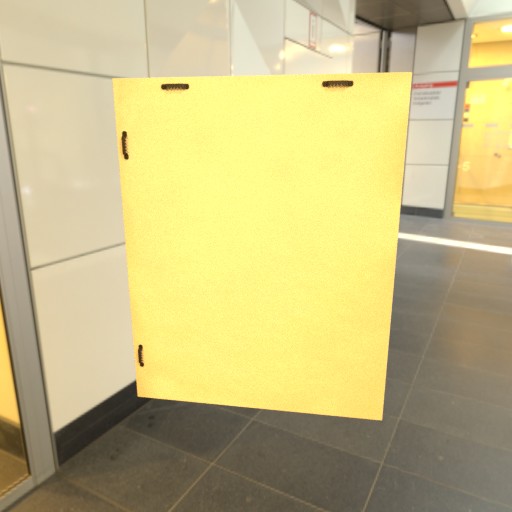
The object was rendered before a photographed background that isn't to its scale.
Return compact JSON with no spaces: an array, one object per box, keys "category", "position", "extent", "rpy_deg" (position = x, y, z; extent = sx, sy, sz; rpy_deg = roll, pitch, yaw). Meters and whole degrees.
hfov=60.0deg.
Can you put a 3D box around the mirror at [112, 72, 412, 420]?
[{"category":"mirror","position":[0.000,0.000,0.674],"extent":[0.406,0.509,0.041],"rpy_deg":[2,15,9]}]
